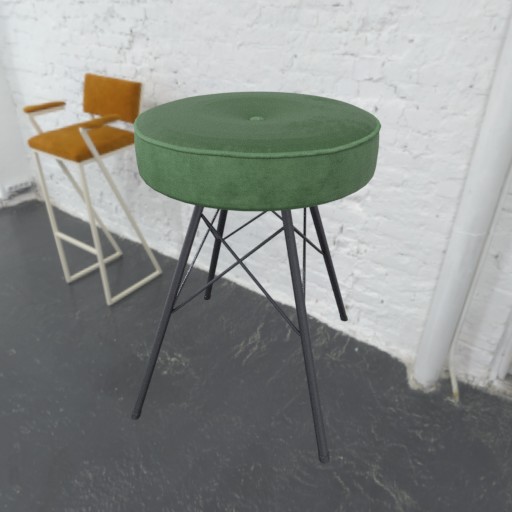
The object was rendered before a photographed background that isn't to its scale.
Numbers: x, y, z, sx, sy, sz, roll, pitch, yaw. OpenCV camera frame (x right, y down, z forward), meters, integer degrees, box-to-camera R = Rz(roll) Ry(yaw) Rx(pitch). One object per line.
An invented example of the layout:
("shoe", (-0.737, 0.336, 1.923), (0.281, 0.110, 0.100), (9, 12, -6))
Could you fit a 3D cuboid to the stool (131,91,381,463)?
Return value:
("stool", (0.000, 0.000, 0.921), (0.430, 0.595, 0.457), (8, 31, 13))
